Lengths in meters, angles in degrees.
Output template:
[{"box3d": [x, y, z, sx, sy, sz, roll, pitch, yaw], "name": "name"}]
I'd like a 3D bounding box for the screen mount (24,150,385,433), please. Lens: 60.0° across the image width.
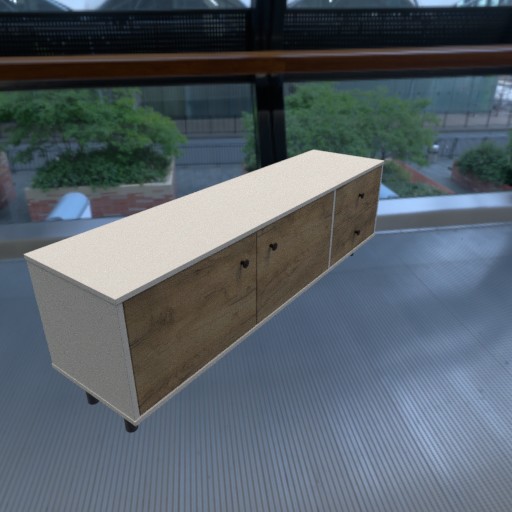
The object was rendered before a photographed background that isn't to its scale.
[{"box3d": [0.000, 0.000, 1.808, 0.418, 0.520, 1.600, 18, 31, 32], "name": "screen mount"}]
